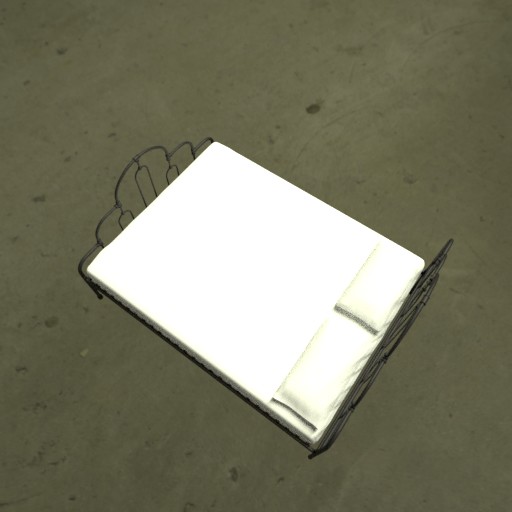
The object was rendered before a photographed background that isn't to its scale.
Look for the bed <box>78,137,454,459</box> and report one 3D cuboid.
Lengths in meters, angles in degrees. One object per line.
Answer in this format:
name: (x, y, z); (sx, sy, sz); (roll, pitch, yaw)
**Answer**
bed: (0.000, 0.000, 3.173); (2.163, 1.429, 1.640); (33, 67, 16)
